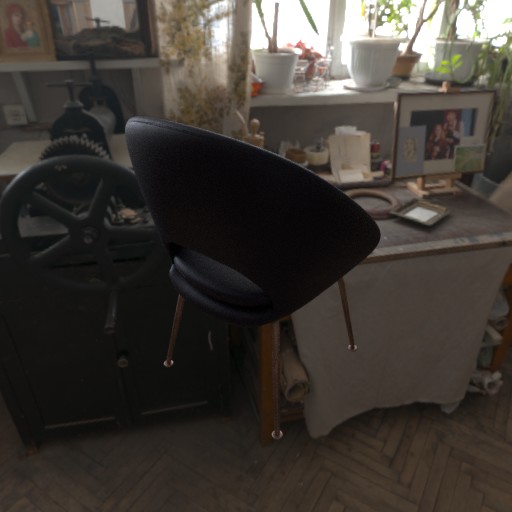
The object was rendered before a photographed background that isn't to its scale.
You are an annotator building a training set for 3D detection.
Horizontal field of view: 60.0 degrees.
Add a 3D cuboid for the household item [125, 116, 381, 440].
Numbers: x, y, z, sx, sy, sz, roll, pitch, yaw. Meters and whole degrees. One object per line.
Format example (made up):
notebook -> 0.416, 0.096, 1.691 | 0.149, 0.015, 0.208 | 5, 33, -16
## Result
household item -> 0.000, 0.000, 1.257 | 0.623, 0.852, 0.573 | 22, 37, 32
